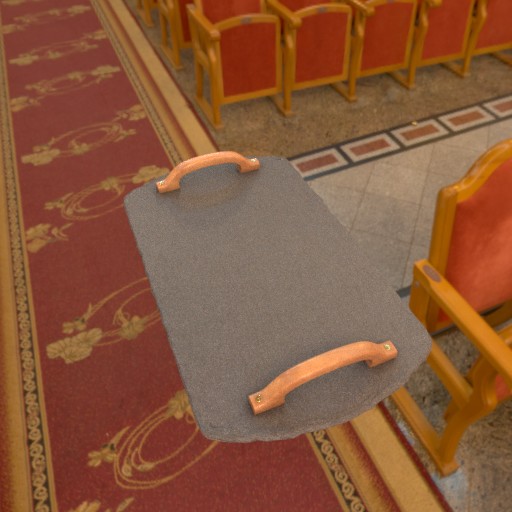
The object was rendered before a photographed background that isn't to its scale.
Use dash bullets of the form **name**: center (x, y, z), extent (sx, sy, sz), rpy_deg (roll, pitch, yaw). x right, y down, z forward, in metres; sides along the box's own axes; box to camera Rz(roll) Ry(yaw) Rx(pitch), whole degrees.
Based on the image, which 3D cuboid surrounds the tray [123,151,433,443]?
- **tray**: center (0.000, 0.000, 0.478), extent (0.231, 0.062, 0.387), rpy_deg (-17, 49, -15)
